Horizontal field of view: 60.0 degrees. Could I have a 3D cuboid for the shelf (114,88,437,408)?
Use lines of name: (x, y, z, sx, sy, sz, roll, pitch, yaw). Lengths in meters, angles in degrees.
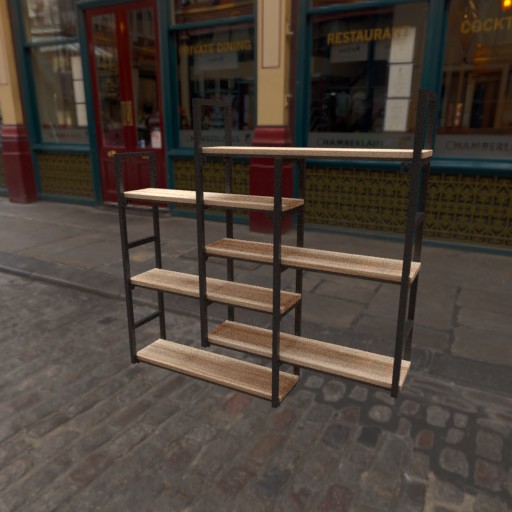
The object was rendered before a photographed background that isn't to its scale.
shelf: (0.000, 0.000, 1.372, 0.946, 0.921, 0.183, 8, 17, 27)
